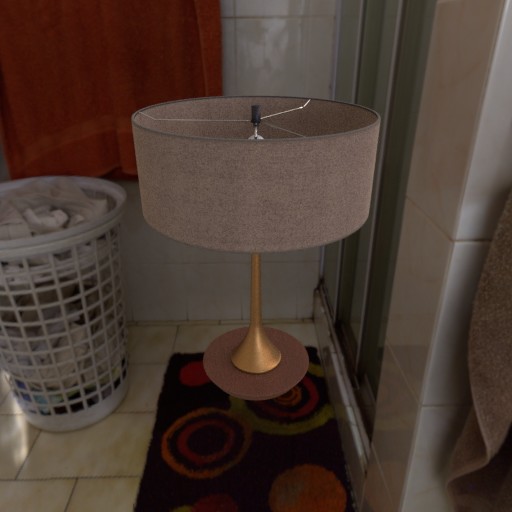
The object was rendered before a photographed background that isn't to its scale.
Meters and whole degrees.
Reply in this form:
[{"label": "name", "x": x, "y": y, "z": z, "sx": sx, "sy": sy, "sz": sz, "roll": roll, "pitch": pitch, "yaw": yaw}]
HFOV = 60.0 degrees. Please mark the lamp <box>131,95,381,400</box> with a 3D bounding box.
[{"label": "lamp", "x": 0.000, "y": 0.000, "z": 0.847, "sx": 0.396, "sy": 0.551, "sz": 0.417, "roll": 0, "pitch": 27, "yaw": 1}]
